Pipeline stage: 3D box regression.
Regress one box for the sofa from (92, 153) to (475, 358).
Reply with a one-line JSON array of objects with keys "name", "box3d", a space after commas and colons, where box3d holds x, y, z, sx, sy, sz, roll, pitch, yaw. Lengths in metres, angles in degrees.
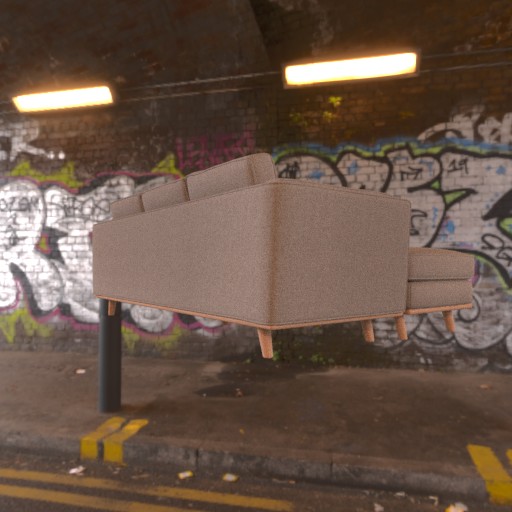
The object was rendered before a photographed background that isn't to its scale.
[{"name": "sofa", "box3d": [0.000, 0.000, 3.133, 1.604, 0.929, 2.411, 1, -1, -37]}]
